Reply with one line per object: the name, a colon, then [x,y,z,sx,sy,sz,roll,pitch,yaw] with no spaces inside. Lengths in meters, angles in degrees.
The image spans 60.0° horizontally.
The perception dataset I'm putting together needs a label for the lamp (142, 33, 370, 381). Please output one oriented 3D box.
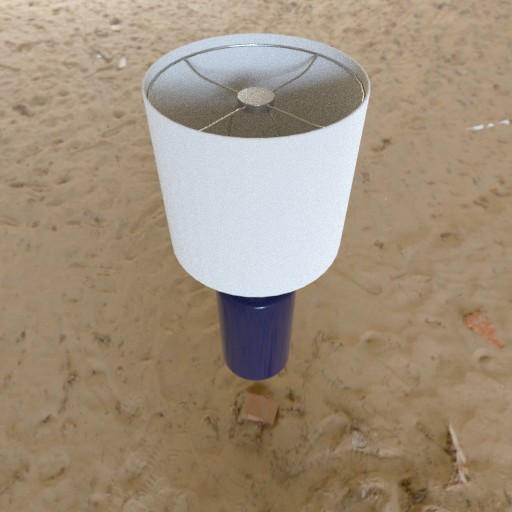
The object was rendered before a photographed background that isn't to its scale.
lamp: [0.000,0.000,0.596,0.212,0.493,0.212,33,55,27]
